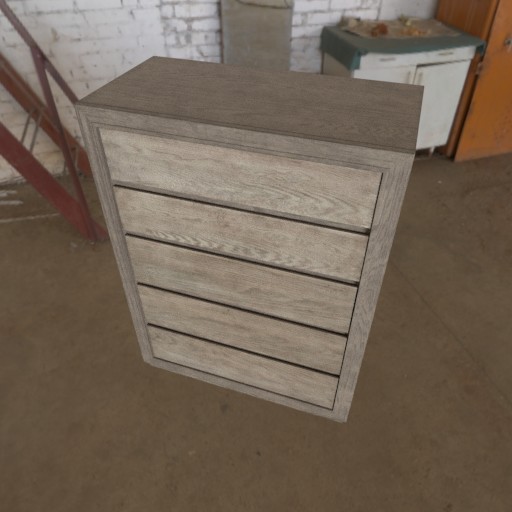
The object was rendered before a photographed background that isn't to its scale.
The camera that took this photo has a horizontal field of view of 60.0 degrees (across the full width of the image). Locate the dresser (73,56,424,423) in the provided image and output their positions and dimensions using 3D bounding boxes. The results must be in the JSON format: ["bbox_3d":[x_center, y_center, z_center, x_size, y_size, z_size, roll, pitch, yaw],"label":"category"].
[{"bbox_3d":[0.000,0.000,1.771,0.967,1.295,0.483,12,42,14],"label":"dresser"}]
